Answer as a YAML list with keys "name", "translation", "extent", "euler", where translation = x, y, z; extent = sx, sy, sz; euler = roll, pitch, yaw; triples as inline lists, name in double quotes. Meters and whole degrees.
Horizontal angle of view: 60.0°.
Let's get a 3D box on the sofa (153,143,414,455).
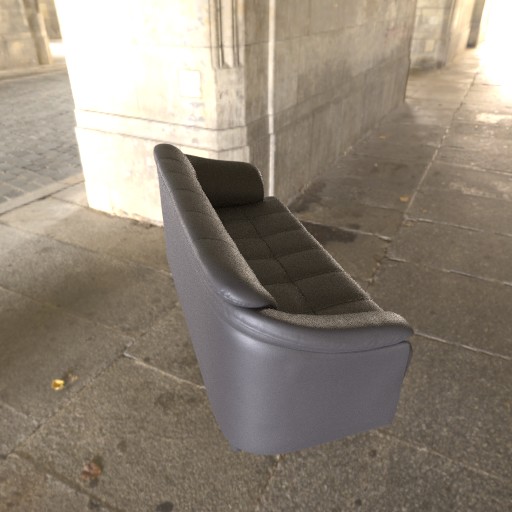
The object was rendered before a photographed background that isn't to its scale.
- name: "sofa"
  translation: [0.000, 0.000, 2.226]
  extent: [0.800, 0.811, 1.829]
  euler: [-9, 32, -15]
